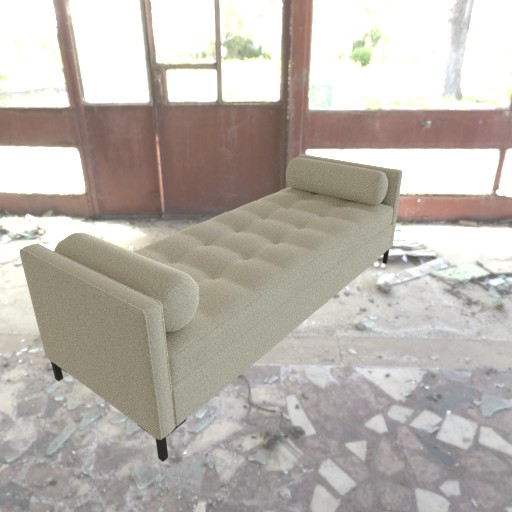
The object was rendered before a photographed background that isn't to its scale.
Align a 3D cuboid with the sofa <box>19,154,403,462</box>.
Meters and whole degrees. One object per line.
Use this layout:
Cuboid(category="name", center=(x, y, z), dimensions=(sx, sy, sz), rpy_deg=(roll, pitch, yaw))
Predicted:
Cuboid(category="sofa", center=(0.000, 0.000, 2.280), dimensions=(0.746, 0.641, 1.985), rpy_deg=(18, 31, 33))
